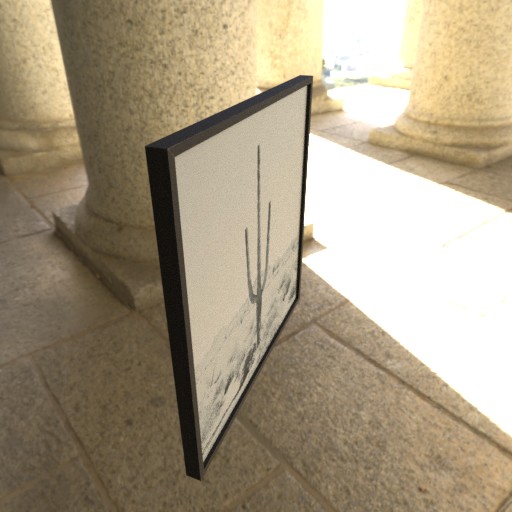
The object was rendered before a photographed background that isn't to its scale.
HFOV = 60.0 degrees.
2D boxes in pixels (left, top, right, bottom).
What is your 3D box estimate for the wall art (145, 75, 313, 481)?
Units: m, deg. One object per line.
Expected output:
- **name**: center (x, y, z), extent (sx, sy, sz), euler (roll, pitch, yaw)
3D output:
- **wall art**: center (0.000, 0.000, 1.126), extent (0.038, 0.762, 0.762), euler (11, 32, 19)
